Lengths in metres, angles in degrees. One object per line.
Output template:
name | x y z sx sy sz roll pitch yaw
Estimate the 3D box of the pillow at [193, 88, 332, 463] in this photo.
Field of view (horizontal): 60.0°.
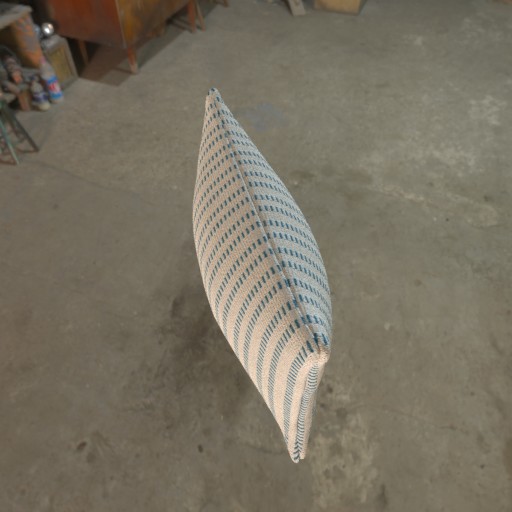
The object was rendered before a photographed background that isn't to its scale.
pillow | 0.000 0.000 0.824 0.210 0.353 0.640 -11 49 -10
